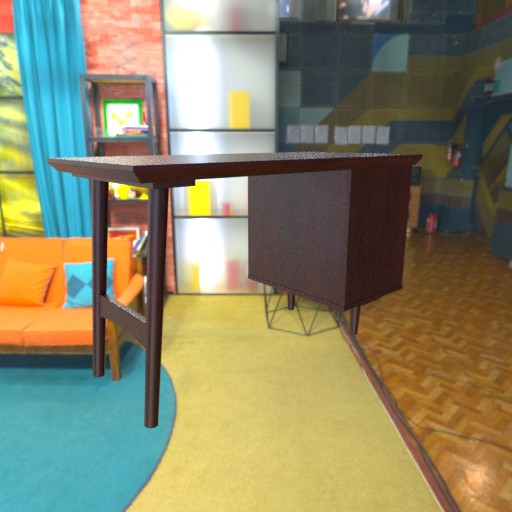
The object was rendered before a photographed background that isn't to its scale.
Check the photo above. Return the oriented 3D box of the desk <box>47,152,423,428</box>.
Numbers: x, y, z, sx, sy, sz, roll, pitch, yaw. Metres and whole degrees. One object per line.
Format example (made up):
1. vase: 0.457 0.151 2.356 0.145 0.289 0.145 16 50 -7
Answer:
1. desk: 0.000 0.000 1.721 1.277 0.758 0.612 -12 19 -40
